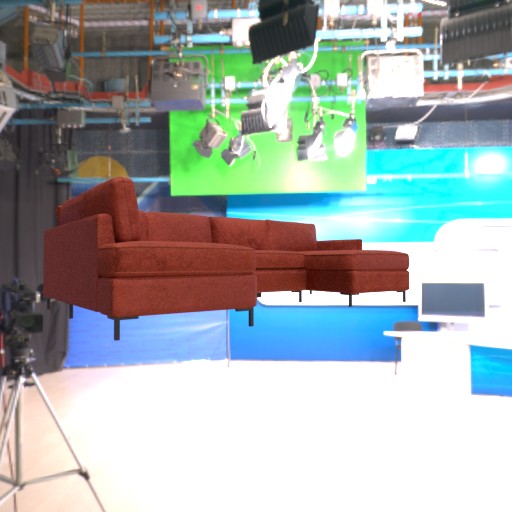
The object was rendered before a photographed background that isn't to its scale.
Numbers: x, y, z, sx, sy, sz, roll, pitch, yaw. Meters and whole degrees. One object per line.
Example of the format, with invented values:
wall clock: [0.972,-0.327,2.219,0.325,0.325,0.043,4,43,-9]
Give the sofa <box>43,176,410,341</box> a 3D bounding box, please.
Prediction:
sofa: [0.000,0.000,4.263,3.434,0.992,2.055,1,-1,-36]
